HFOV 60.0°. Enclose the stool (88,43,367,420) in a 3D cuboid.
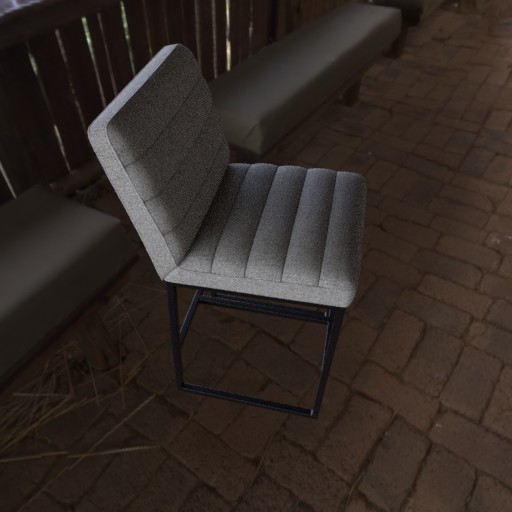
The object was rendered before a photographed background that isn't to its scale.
[{"bbox_3d":[0.000,0.000,1.313,0.571,1.034,0.459,9,47,9],"label":"stool"}]
